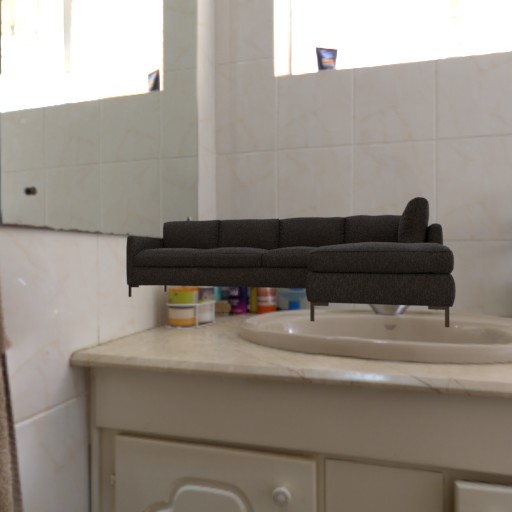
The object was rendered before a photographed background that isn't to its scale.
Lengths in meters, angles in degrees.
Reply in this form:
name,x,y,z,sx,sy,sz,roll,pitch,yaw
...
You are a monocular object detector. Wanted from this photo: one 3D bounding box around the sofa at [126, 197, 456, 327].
name,x,y,z,sx,sy,sz,roll,pitch,yaw
sofa,0.000,0.000,3.809,2.949,0.815,2.007,0,-1,18
